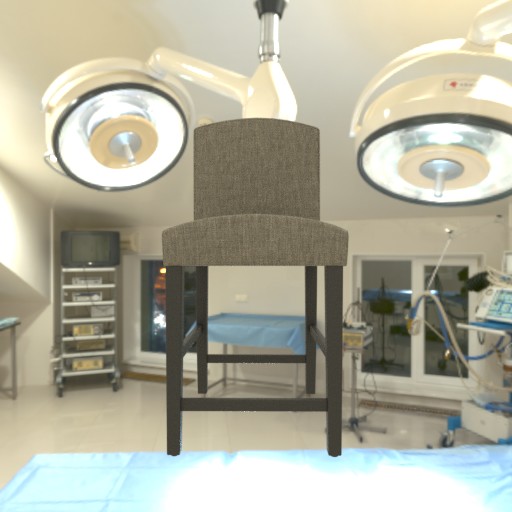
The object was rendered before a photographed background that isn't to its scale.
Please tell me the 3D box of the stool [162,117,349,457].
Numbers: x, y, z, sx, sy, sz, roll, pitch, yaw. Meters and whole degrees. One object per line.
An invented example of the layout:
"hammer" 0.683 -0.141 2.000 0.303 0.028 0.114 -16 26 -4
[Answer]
"stool" 0.000 0.000 1.315 0.451 0.966 0.552 0 0 1
